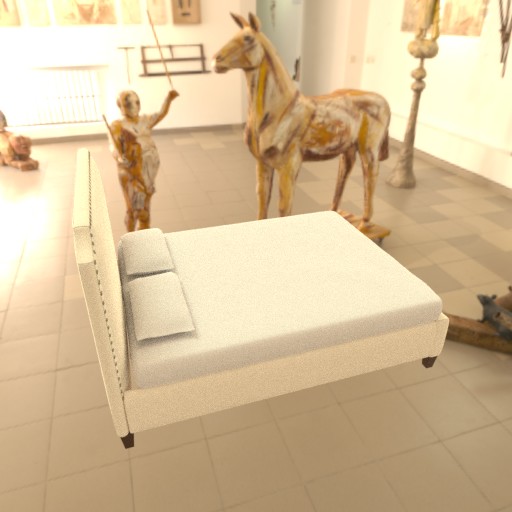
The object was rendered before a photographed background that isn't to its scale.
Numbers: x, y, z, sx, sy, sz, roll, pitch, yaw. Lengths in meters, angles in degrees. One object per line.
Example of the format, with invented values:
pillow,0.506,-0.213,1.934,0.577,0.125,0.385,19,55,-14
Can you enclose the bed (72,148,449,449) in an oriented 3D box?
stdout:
bed,0.000,0.000,3.383,2.372,1.497,1.712,-9,31,-16
